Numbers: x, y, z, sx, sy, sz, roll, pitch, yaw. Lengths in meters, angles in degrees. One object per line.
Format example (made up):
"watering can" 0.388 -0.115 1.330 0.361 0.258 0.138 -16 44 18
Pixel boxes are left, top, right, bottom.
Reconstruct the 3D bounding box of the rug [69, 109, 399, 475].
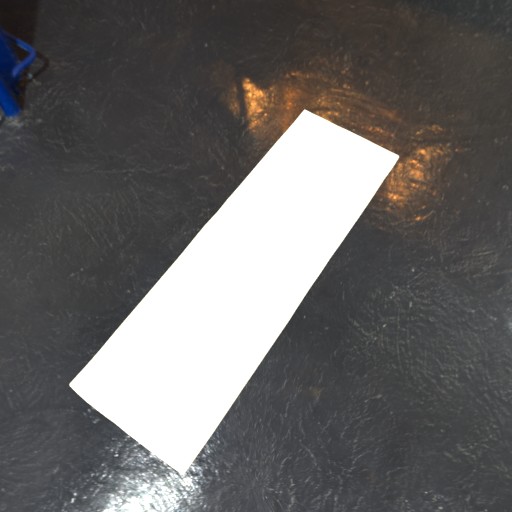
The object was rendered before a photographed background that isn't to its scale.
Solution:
"rug" 0.000 0.000 2.751 0.793 0.014 2.450 31 67 15
